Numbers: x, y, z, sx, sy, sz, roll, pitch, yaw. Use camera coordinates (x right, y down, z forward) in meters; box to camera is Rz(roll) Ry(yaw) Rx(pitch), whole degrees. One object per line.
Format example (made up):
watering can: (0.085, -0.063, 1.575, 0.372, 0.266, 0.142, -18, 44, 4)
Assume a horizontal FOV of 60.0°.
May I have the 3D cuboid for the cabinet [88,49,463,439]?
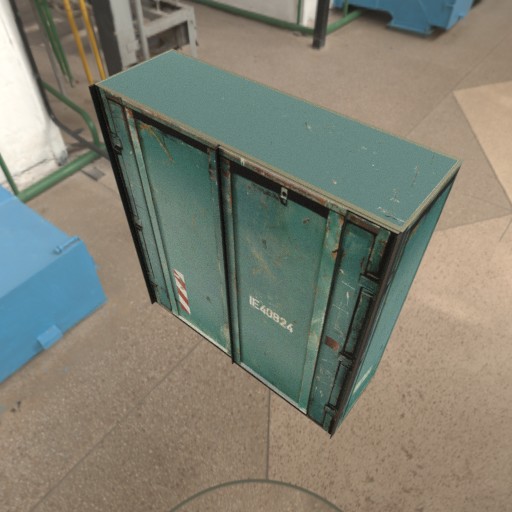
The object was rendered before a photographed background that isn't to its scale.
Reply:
cabinet: (0.000, 0.000, 3.160, 2.000, 2.160, 0.680, 31, 55, 25)
